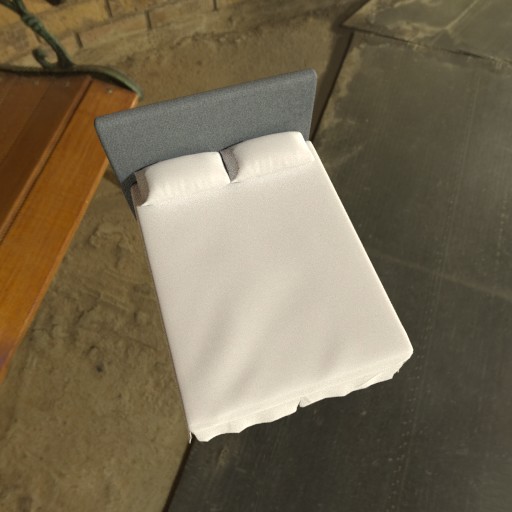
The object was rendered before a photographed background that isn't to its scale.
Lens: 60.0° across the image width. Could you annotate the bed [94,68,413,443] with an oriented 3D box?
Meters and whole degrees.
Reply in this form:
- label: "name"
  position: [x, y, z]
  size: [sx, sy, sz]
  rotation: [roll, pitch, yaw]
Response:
- label: "bed"
  position: [0.000, 0.000, 3.292]
  size: [1.723, 1.330, 2.142]
  rotation: [-16, 64, -8]
